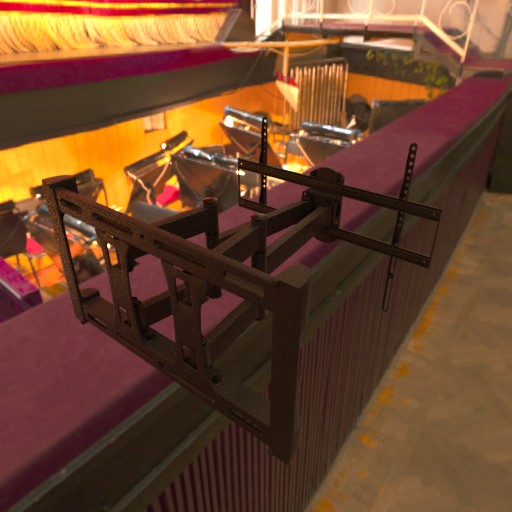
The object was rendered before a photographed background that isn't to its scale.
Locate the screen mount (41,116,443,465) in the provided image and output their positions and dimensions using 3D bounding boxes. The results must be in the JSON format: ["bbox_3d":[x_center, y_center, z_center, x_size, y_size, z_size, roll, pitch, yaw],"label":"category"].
[{"bbox_3d":[0.000,0.000,1.072,0.661,0.491,0.644,22,36,33],"label":"screen mount"}]
